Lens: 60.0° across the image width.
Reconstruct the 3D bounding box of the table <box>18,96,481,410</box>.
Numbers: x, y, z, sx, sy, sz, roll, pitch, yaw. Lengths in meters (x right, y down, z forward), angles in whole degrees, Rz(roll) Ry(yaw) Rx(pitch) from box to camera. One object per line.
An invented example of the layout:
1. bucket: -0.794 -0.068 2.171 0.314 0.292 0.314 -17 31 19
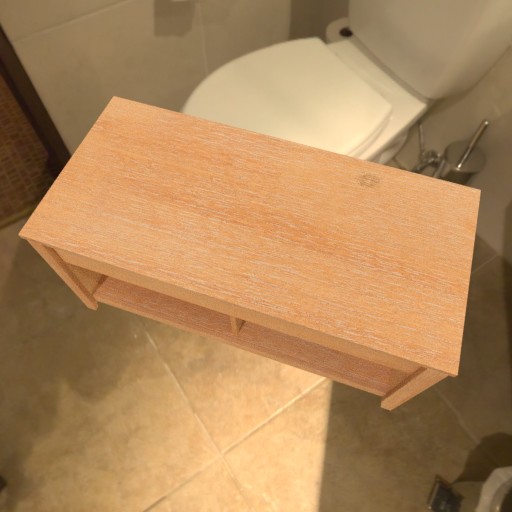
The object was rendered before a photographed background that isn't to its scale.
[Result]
1. table: 0.000 0.000 1.272 1.016 0.457 0.483 17 63 9
